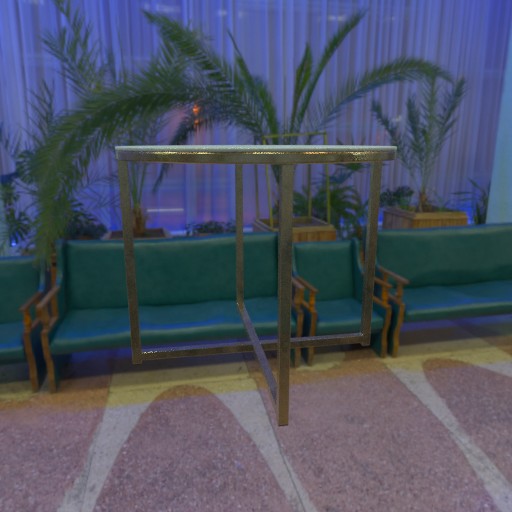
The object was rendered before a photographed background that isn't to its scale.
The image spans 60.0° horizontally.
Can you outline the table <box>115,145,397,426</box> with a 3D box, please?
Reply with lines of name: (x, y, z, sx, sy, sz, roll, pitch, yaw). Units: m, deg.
table: (0.000, 0.000, 0.874, 0.500, 0.420, 0.500, 0, 14, 0)
